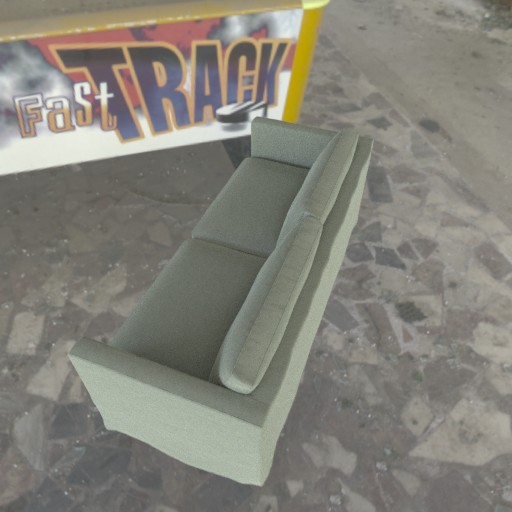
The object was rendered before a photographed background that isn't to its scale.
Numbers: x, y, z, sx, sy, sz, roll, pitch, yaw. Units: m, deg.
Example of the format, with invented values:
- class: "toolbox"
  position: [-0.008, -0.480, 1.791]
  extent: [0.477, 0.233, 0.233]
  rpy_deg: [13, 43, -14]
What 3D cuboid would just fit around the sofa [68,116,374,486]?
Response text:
- class: "sofa"
  position: [0.000, 0.000, 2.769]
  extent: [0.962, 0.853, 2.312]
  rpy_deg: [16, 48, 15]
